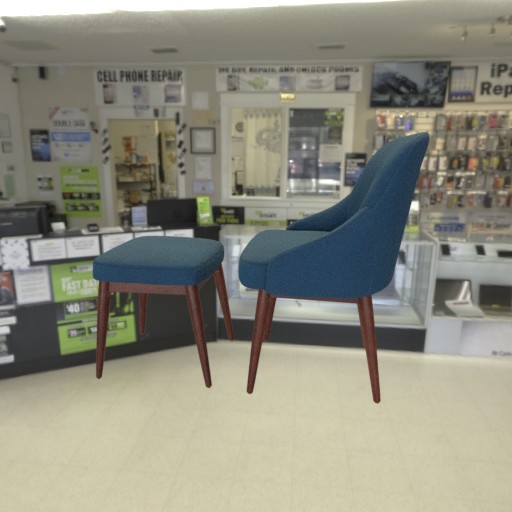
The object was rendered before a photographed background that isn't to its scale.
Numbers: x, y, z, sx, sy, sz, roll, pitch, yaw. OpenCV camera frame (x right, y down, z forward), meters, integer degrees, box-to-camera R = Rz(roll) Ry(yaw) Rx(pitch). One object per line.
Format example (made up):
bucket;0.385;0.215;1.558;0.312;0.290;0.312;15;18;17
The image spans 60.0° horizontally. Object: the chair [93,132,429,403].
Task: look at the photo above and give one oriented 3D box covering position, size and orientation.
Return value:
chair;0.000;0.000;1.616;1.114;0.866;0.584;2;14;9
